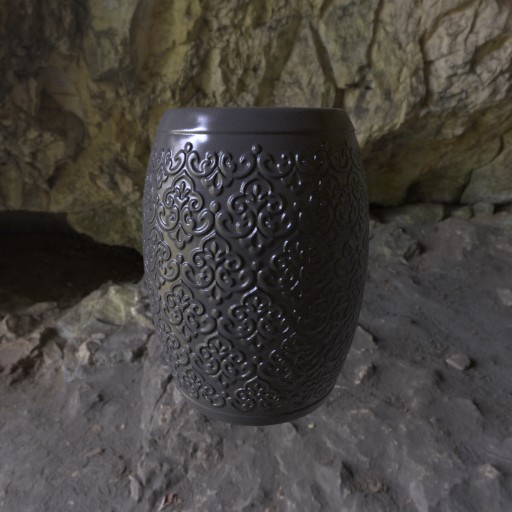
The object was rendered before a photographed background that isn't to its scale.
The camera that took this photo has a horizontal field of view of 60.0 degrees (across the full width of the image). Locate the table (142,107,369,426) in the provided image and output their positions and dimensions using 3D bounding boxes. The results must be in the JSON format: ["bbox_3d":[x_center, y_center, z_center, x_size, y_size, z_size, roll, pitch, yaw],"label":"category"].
[{"bbox_3d":[0.000,0.000,0.629,0.309,0.397,0.309,0,17,0],"label":"table"}]
